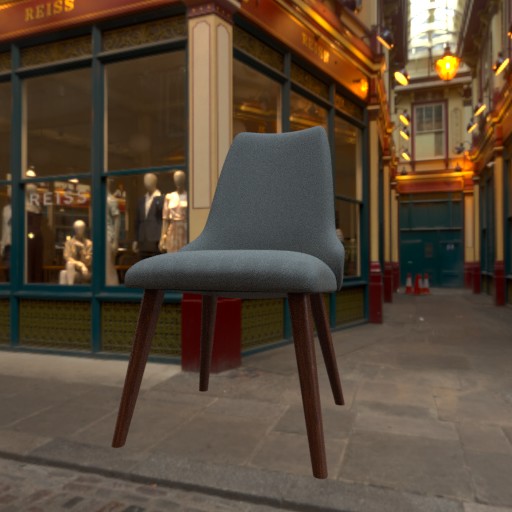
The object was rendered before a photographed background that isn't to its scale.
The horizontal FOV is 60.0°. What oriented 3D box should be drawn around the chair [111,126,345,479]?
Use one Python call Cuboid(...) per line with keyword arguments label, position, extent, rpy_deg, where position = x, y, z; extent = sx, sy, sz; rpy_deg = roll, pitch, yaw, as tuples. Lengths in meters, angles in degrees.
Cuboid(label="chair", position=(0.000, 0.000, 1.321), extent=(0.535, 0.918, 0.707), rpy_deg=(0, 0, 18))
